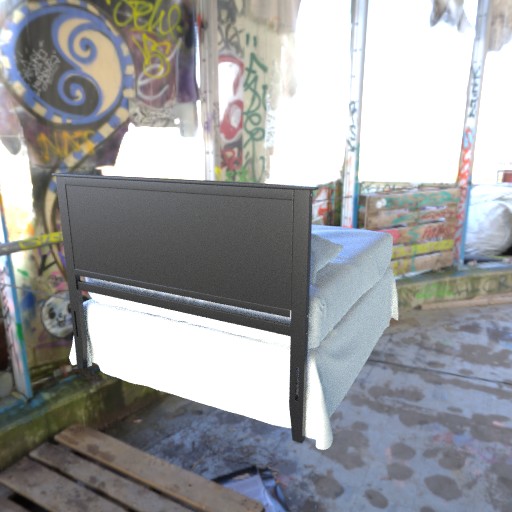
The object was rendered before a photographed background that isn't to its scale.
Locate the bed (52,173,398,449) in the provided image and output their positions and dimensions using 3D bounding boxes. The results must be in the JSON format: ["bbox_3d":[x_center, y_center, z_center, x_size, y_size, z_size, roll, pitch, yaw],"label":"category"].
[{"bbox_3d":[0.000,0.000,3.265,1.870,1.270,2.050,8,17,27],"label":"bed"}]
